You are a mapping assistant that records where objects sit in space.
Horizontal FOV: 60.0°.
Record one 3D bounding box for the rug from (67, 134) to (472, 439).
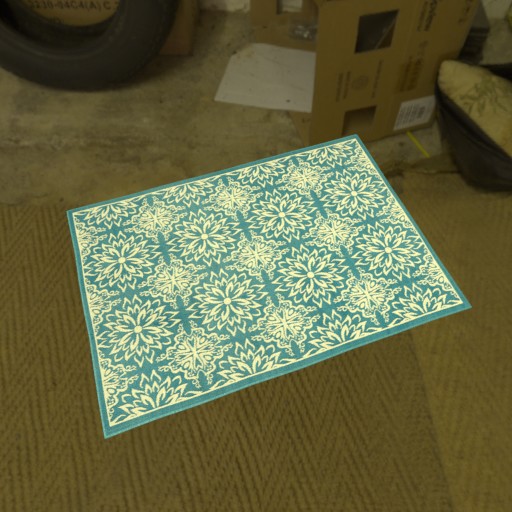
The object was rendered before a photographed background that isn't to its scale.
[{"bbox_3d":[0.000,0.000,2.851,2.205,0.012,1.554,-17,60,-10],"label":"rug"}]
